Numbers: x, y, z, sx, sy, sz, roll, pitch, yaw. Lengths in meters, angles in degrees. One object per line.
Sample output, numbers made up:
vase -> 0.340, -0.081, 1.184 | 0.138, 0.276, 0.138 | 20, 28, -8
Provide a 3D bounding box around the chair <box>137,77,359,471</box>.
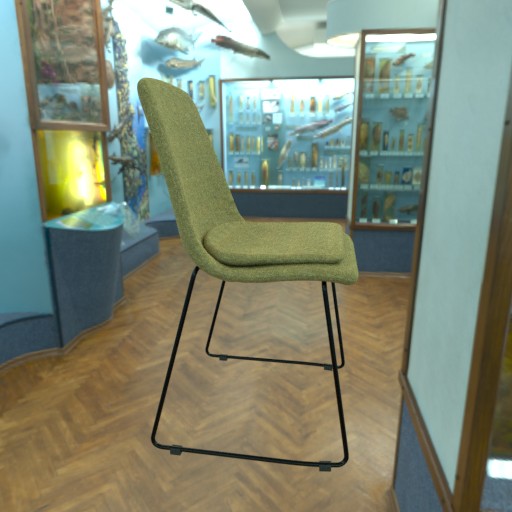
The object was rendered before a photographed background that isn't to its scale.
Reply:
chair -> 0.000, 0.000, 1.129 | 0.496, 0.849, 0.479 | 3, 15, 9
